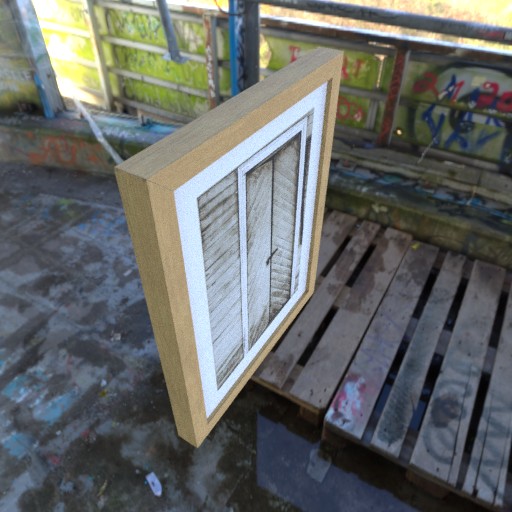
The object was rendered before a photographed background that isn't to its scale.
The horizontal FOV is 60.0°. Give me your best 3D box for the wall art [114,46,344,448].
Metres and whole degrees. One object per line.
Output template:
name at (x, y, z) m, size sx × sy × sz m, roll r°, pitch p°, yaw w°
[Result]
wall art at (0.000, 0.000, 0.518) m, size 0.030 × 0.380 × 0.312 m, roll 23°, pitch 47°, yaw 24°
